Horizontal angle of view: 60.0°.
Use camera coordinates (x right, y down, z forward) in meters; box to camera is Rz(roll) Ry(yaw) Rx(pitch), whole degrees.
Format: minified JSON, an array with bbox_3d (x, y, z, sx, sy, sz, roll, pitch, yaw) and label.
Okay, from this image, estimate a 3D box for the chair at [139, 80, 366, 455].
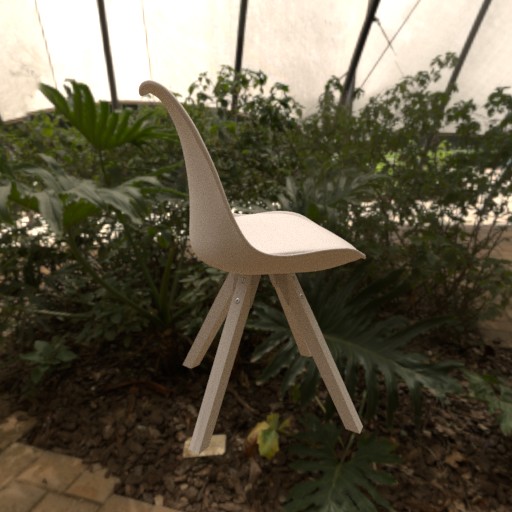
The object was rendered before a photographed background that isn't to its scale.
[{"bbox_3d":[0.000,0.000,1.186,0.550,0.850,0.485,-3,16,-10],"label":"chair"}]
